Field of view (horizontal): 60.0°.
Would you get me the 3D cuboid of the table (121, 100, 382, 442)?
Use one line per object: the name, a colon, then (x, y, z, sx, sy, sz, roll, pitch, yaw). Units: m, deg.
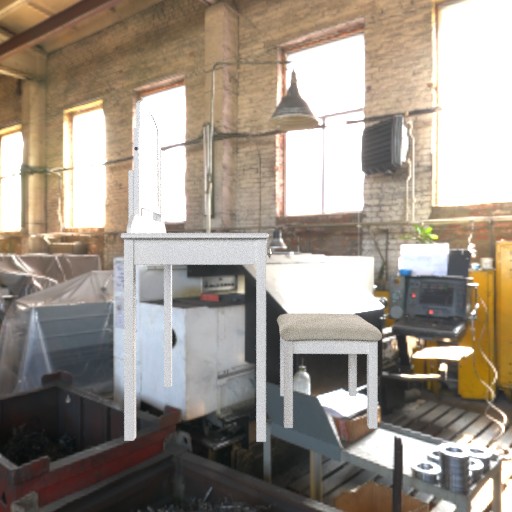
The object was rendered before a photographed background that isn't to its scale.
table: (0.000, 0.000, 2.357, 1.211, 1.631, 0.876, 0, 0, 1)
